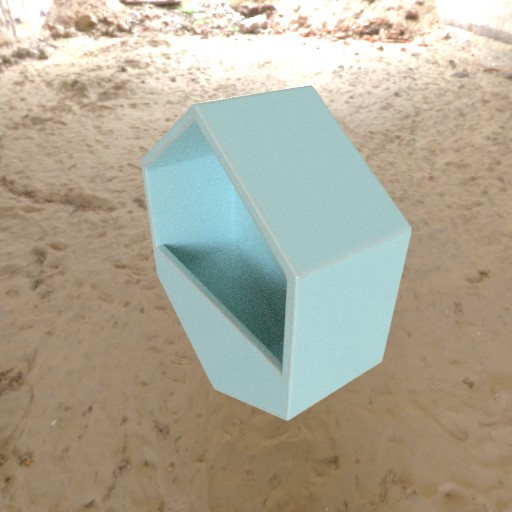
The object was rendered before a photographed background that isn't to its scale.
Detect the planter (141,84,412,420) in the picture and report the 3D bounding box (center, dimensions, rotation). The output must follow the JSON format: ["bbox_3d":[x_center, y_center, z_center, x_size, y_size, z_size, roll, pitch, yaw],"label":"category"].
[{"bbox_3d":[0.000,0.000,0.292,0.078,0.207,0.169,-21,39,-29],"label":"planter"}]
